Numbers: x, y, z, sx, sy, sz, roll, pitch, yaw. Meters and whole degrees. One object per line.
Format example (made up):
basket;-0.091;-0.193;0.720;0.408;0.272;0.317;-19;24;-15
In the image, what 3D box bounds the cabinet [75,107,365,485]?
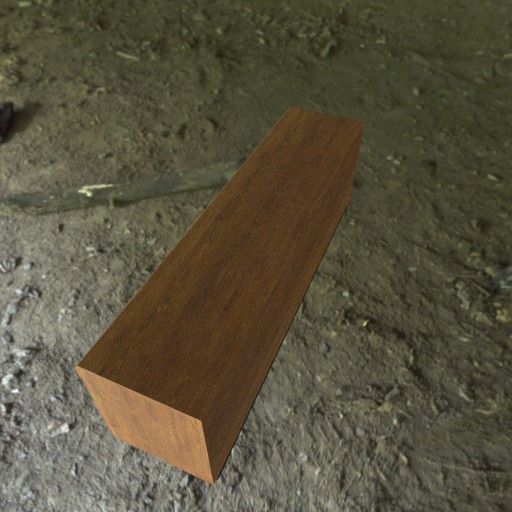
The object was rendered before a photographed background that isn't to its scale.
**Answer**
cabinet;0.000;0.000;1.822;0.419;0.510;1.600;17;47;17
